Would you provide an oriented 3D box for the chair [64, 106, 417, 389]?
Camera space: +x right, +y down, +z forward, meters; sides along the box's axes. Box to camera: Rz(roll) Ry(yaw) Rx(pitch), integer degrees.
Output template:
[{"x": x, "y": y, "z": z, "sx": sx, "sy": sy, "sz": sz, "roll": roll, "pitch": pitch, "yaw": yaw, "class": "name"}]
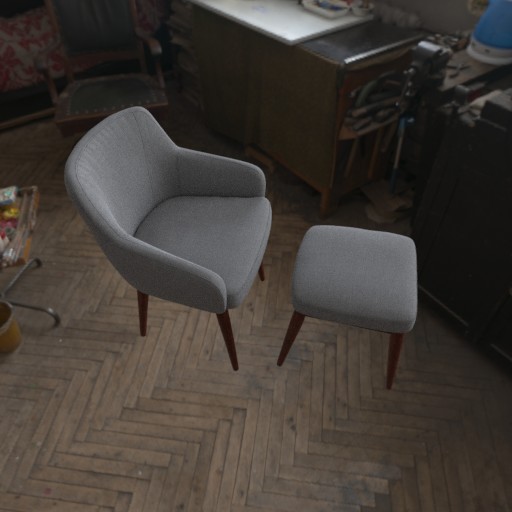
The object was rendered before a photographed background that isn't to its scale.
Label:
[{"x": 0.000, "y": 0.000, "z": 1.551, "sx": 1.107, "sy": 0.799, "sz": 0.584, "roll": 10, "pitch": 47, "yaw": 9, "class": "chair"}]
